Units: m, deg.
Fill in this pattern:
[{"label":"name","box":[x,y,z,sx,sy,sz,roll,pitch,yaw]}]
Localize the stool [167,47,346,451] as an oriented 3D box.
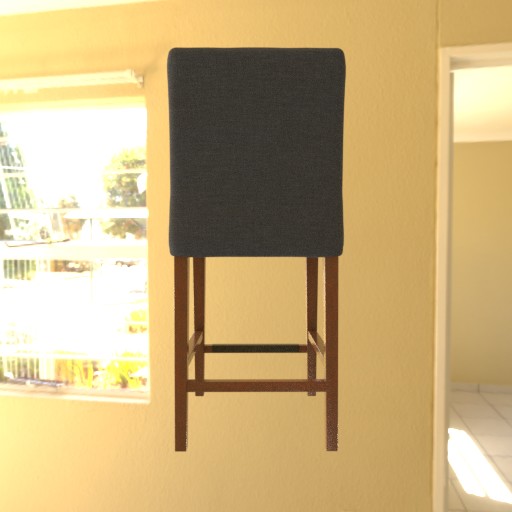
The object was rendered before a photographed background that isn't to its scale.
[{"label":"stool","box":[0.000,0.000,1.294,0.470,0.981,0.577,0,1,0]}]
